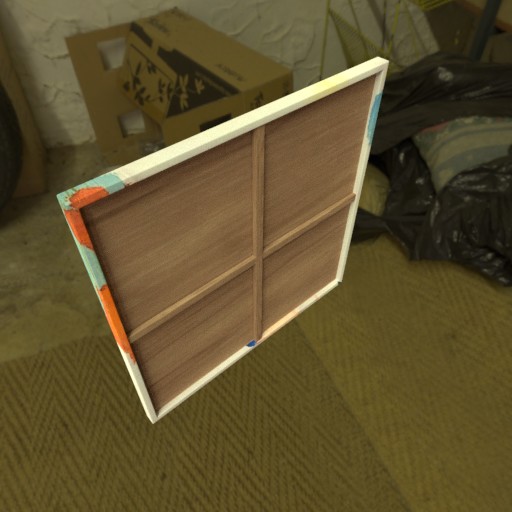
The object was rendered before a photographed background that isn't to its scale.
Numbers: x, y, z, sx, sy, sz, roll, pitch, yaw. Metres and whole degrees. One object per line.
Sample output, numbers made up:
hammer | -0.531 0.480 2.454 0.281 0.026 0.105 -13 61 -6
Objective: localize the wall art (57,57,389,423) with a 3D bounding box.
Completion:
wall art | 0.000 0.000 1.466 1.017 1.017 0.044 -32 54 -27
